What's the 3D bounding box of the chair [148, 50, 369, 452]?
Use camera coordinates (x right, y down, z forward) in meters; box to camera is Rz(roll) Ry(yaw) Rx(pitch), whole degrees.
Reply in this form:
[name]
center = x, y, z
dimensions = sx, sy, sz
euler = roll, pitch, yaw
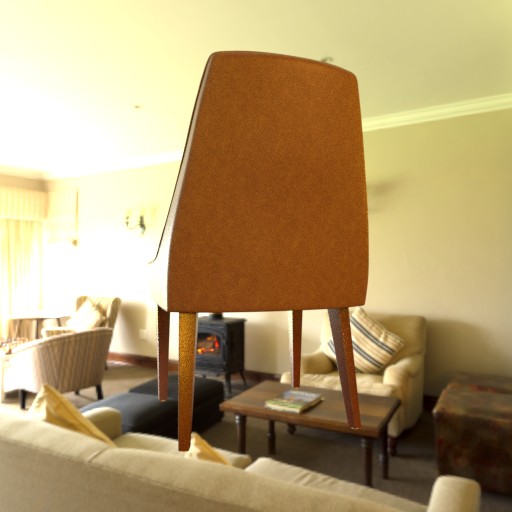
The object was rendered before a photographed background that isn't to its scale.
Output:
[chair]
center = 0.000, 0.000, 1.194
dimensions = 0.529, 0.861, 0.544
euler = 0, -1, -19
